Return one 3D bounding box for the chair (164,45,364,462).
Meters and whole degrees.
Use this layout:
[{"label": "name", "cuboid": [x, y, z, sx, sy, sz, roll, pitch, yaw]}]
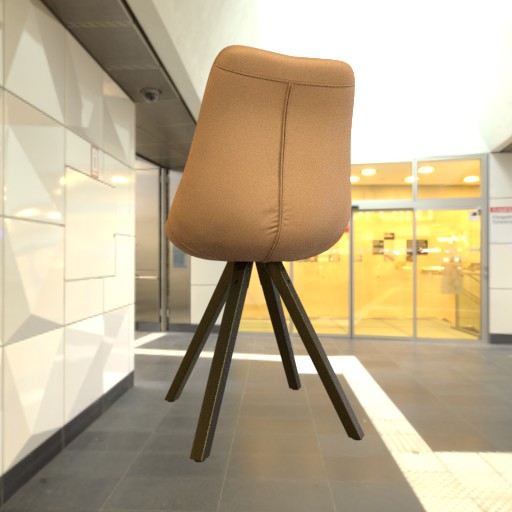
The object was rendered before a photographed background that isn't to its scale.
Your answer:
[{"label": "chair", "cuboid": [0.000, 0.000, 1.187, 0.483, 0.865, 0.547, 0, 0, -17]}]
